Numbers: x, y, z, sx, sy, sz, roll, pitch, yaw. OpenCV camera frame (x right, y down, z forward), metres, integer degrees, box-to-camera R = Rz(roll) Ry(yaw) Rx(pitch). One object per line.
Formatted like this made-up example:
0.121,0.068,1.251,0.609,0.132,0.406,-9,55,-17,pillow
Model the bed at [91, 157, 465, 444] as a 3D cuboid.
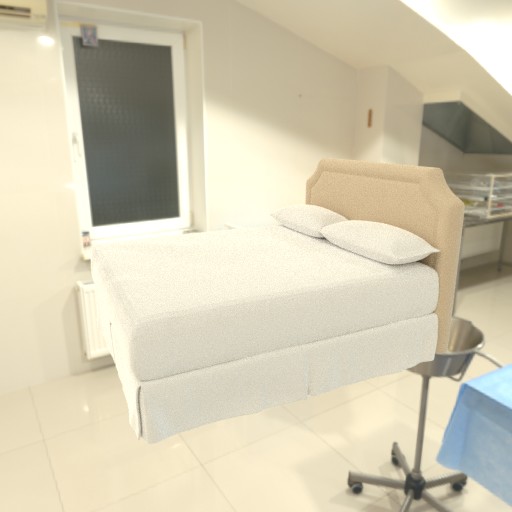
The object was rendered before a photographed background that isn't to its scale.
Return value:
0.000,0.000,3.826,2.548,1.524,2.134,-8,17,-25,bed
